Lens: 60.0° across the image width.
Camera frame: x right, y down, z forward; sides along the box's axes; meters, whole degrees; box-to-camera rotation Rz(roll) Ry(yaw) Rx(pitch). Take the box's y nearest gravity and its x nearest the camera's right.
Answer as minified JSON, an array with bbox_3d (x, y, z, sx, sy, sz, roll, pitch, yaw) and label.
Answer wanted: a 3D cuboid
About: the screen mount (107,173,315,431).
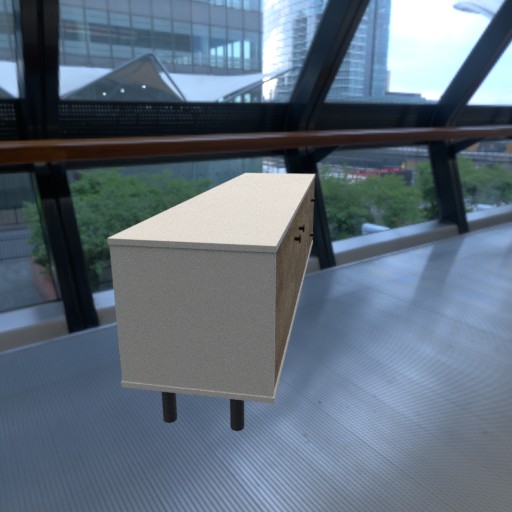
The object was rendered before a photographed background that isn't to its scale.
[{"bbox_3d":[0.000,0.000,1.833,0.418,0.520,1.600,3,16,10],"label":"screen mount"}]
